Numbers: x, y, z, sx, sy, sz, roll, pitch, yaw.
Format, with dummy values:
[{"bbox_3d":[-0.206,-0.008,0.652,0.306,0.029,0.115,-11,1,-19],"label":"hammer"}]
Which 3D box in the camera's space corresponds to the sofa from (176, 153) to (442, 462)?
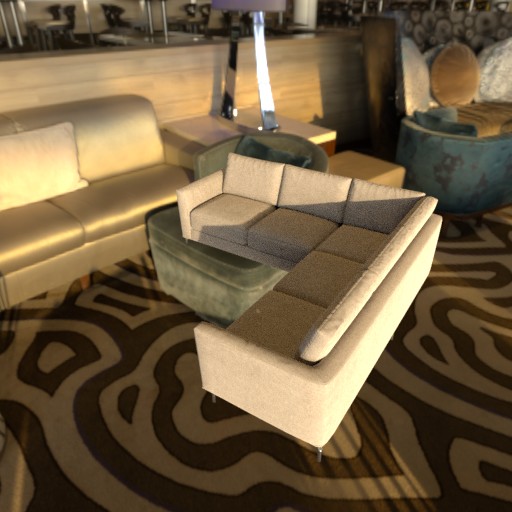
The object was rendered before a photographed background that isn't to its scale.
[{"bbox_3d":[0.000,0.000,3.737,2.438,0.864,2.438,18,35,28],"label":"sofa"}]
